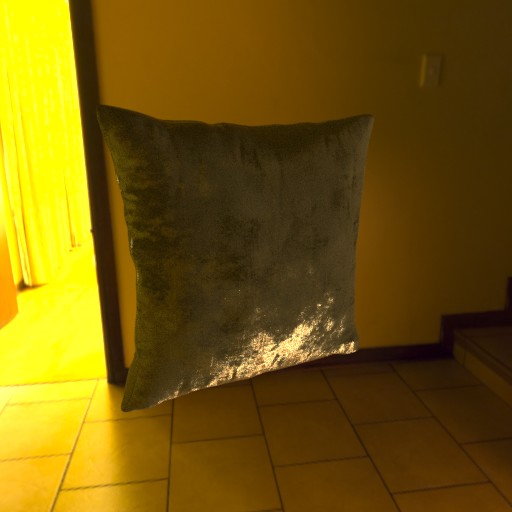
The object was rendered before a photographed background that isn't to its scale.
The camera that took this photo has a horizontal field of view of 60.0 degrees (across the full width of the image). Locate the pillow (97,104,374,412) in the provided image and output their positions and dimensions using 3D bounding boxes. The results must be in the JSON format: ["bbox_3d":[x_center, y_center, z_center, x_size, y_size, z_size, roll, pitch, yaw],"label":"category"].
[{"bbox_3d":[0.000,0.000,0.735,0.470,0.464,0.175,-8,18,-27],"label":"pillow"}]
